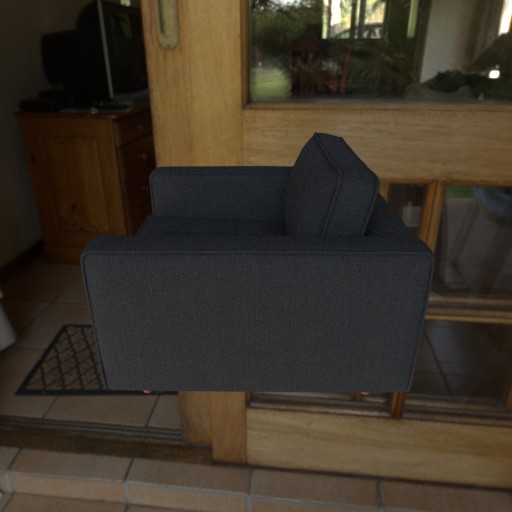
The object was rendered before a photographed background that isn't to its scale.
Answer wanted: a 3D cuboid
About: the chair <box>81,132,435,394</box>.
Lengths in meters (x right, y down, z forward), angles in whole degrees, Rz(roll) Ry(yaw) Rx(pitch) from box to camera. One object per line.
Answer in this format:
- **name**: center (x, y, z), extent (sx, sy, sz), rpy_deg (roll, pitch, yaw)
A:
- **chair**: center (0.000, 0.000, 1.581), extent (0.919, 0.770, 0.899), rpy_deg (0, 25, 1)
